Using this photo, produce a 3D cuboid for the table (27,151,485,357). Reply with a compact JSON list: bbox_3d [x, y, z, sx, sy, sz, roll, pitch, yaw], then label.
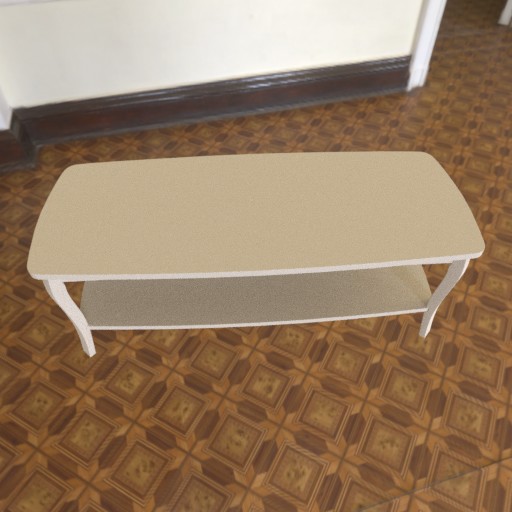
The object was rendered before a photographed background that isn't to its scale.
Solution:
[{"bbox_3d":[0.000,0.000,1.569,1.334,0.474,0.561,-3,47,-3],"label":"table"}]
